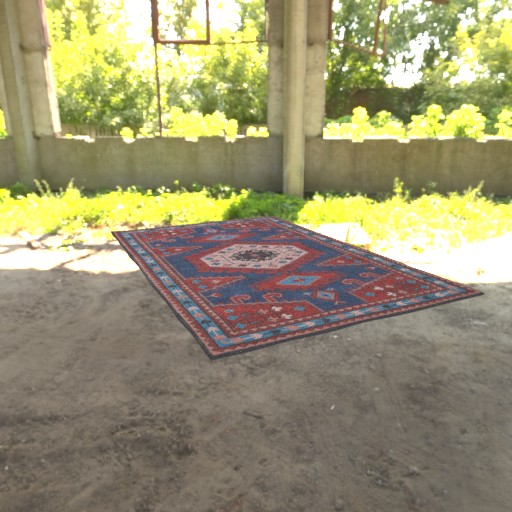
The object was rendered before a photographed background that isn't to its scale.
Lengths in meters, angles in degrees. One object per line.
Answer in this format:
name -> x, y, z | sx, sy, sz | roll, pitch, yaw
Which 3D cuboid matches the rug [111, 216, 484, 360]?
rug -> 0.000, 0.000, 2.346 | 1.207, 0.012, 1.820 | -8, 18, -25
